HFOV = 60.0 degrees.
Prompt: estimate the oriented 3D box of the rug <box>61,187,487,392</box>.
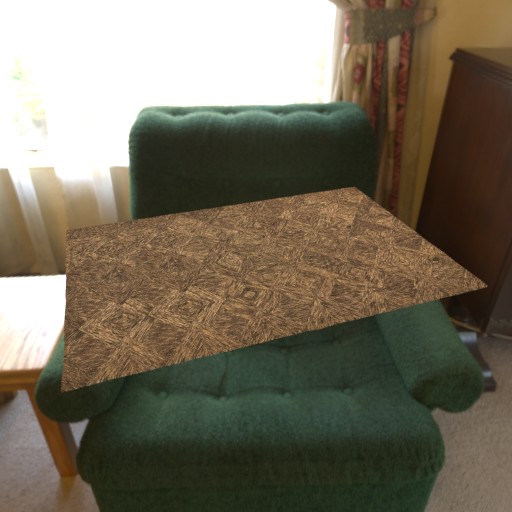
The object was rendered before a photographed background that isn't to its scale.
[{"bbox_3d":[0.000,0.000,2.217,1.808,0.011,1.189,-11,34,-16],"label":"rug"}]
